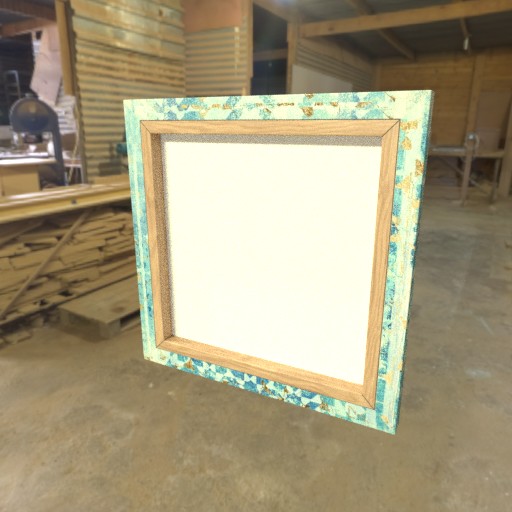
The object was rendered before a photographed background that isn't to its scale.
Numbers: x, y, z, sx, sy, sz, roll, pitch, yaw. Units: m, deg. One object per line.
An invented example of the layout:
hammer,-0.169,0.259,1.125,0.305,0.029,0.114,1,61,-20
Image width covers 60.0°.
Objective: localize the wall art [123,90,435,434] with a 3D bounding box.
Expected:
wall art,0.000,0.000,0.897,0.609,0.609,0.040,9,19,26
